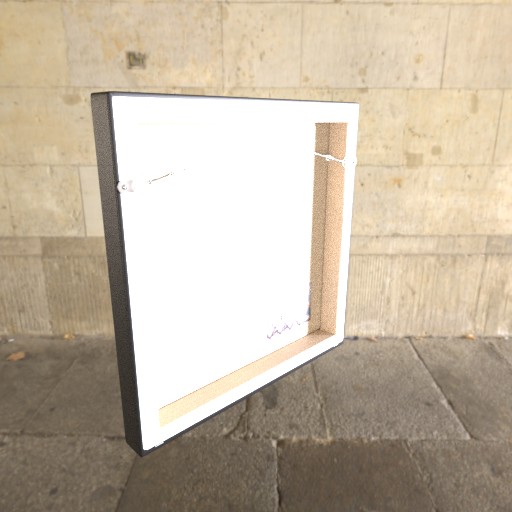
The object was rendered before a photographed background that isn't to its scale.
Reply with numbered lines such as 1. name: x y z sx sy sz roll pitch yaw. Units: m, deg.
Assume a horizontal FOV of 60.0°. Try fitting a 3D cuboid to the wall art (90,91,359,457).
1. wall art: 0.000 0.000 0.606 0.406 0.407 0.041 -16 23 -42
